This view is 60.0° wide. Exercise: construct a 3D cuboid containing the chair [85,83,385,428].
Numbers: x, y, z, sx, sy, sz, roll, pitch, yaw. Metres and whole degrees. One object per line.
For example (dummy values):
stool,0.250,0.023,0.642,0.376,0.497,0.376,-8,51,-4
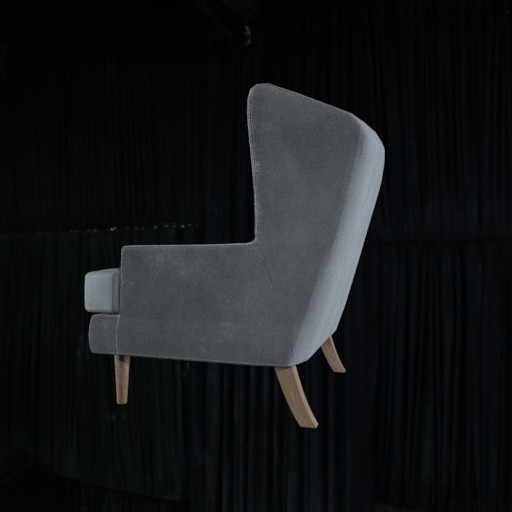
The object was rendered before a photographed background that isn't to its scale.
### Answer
chair,0.000,0.000,1.623,0.906,0.950,0.784,0,-1,18
